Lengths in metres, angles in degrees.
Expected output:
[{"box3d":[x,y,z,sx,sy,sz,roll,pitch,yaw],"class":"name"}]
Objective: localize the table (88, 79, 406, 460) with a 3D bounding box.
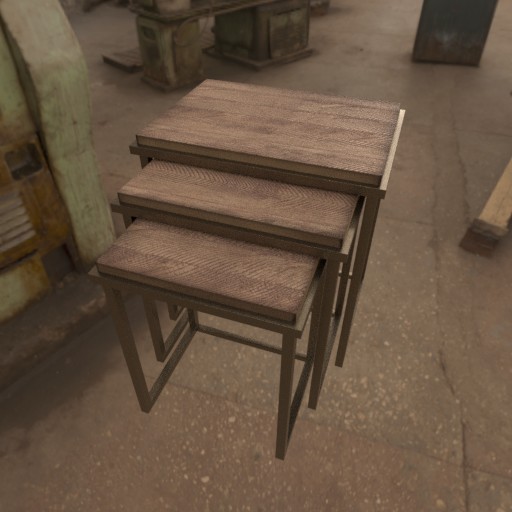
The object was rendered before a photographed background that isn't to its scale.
[{"box3d":[0.000,0.000,1.129,0.559,0.610,0.706,13,42,15],"class":"table"}]
